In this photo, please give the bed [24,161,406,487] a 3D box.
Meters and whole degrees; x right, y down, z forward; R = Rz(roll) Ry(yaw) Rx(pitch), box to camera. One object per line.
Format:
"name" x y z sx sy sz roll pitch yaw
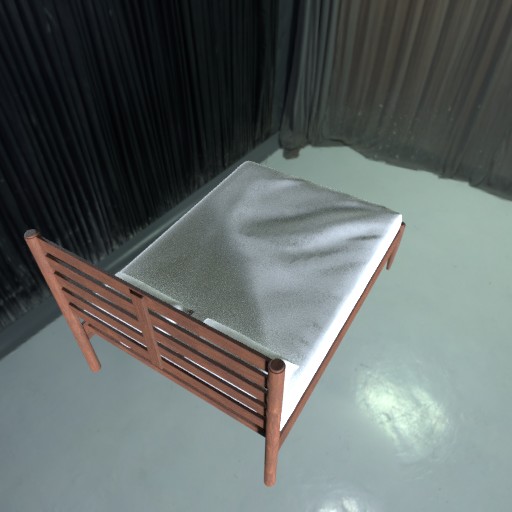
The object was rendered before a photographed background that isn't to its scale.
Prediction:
"bed" 0.000 0.000 3.051 1.509 1.304 2.093 24 50 22
